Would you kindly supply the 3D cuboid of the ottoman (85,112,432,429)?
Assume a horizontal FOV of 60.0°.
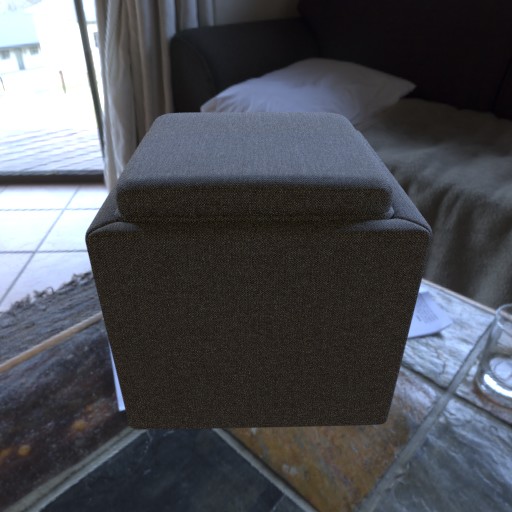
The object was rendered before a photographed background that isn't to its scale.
[{"bbox_3d":[0.000,0.000,0.835,0.450,0.460,0.450,-1,32,-1],"label":"ottoman"}]
